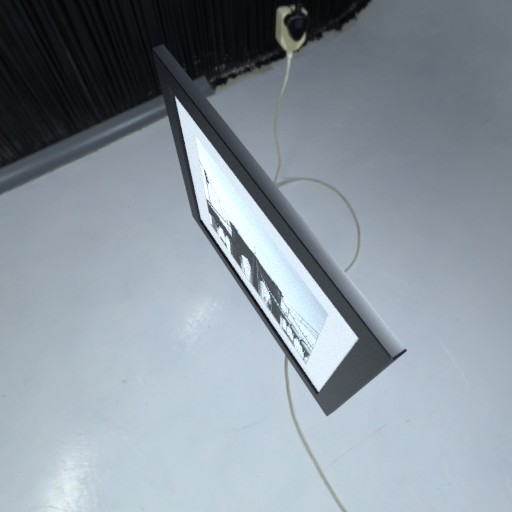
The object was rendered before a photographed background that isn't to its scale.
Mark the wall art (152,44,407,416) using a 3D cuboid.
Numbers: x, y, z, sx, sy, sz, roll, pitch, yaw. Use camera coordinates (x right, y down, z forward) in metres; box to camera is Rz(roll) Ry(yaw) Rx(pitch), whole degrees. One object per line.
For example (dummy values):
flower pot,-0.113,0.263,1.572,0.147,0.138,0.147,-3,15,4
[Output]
wall art,0.000,0.000,0.730,0.018,0.450,0.521,-30,67,-14
